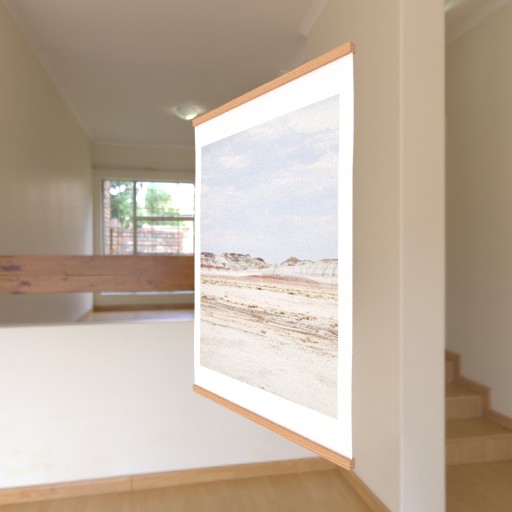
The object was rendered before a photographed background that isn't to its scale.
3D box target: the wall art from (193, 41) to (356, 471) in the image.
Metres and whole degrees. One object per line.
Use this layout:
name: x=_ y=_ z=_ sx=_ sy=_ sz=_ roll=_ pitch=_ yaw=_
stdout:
wall art: x=0.000 y=0.000 z=0.812 sx=0.011 sy=0.605 sz=0.458 roll=0 pitch=0 yaw=-37
